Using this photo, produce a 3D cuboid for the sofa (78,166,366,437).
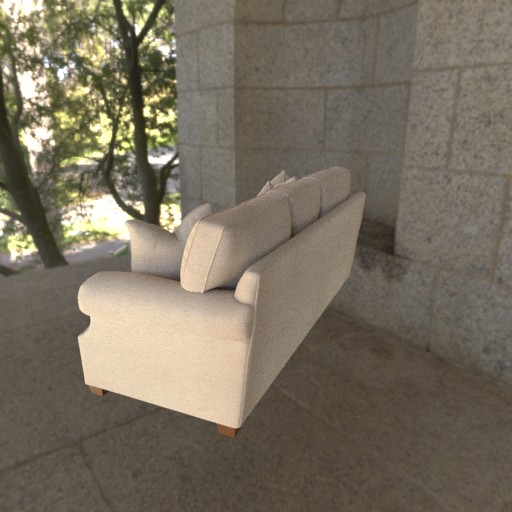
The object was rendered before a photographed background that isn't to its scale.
[{"bbox_3d":[0.000,0.000,2.842,0.965,0.975,2.312,7,18,23],"label":"sofa"}]
